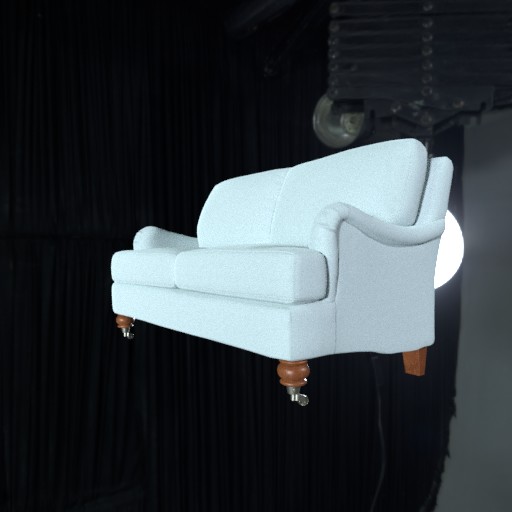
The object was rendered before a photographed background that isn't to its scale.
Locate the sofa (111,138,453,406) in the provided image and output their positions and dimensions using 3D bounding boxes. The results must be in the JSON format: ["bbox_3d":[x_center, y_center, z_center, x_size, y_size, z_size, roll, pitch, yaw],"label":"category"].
[{"bbox_3d":[0.000,0.000,2.531,1.084,1.101,1.853,0,0,-37],"label":"sofa"}]
